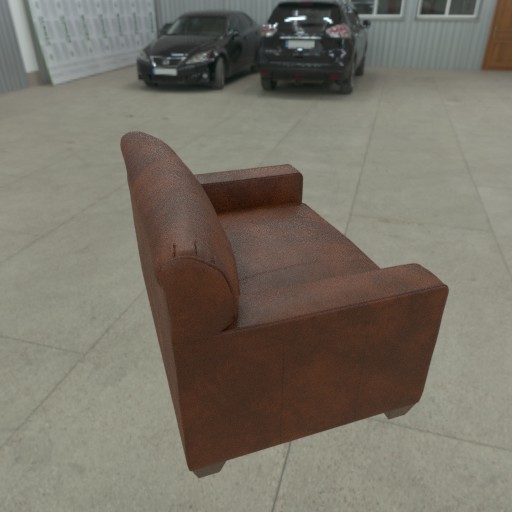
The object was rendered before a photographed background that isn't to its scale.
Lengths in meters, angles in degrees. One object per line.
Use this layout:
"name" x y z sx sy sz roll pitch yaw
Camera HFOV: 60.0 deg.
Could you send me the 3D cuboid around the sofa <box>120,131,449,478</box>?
"sofa" 0.000 0.000 2.007 1.000 0.956 1.413 -10 31 -16
